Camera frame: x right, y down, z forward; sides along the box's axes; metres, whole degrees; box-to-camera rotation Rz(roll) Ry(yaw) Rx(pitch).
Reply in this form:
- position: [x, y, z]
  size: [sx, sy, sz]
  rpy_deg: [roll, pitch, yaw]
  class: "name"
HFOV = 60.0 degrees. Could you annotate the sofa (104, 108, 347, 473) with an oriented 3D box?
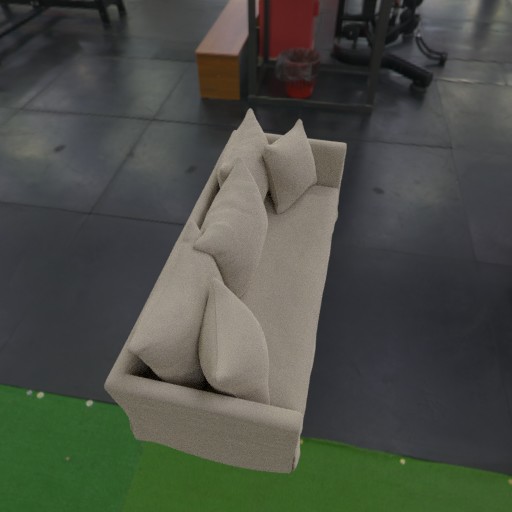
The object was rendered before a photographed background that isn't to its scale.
- position: [0.000, 0.000, 3.105]
  size: [1.046, 1.047, 2.499]
  rpy_deg: [9, 47, 9]
  class: "sofa"
